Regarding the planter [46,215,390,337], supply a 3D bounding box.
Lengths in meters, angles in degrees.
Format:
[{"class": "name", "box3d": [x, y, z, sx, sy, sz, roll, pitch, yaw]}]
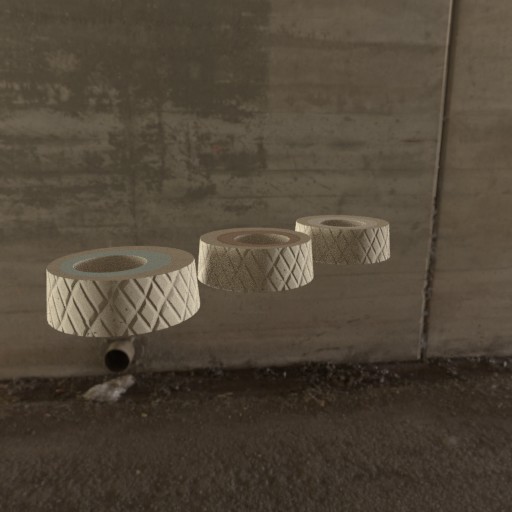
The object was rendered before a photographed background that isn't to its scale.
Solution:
[{"class": "planter", "box3d": [0.000, 0.000, 0.434, 0.390, 0.038, 0.114, -12, 18, -42]}]
